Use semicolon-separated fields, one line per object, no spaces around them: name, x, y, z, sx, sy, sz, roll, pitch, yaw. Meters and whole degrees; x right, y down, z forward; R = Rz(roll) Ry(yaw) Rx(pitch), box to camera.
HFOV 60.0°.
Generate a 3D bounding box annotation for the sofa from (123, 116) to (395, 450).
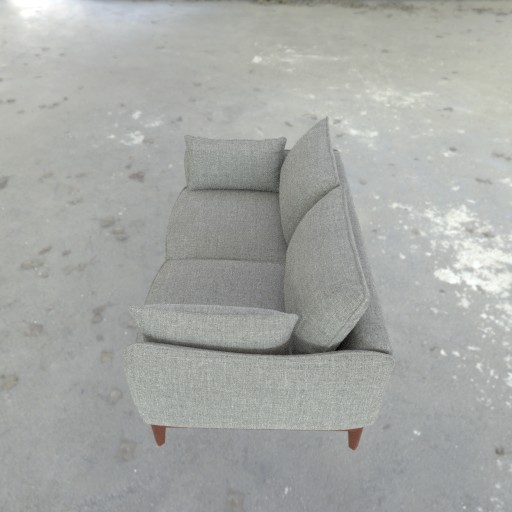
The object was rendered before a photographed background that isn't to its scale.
sofa;0.000;0.000;2.154;0.972;0.851;1.580;1;40;1
